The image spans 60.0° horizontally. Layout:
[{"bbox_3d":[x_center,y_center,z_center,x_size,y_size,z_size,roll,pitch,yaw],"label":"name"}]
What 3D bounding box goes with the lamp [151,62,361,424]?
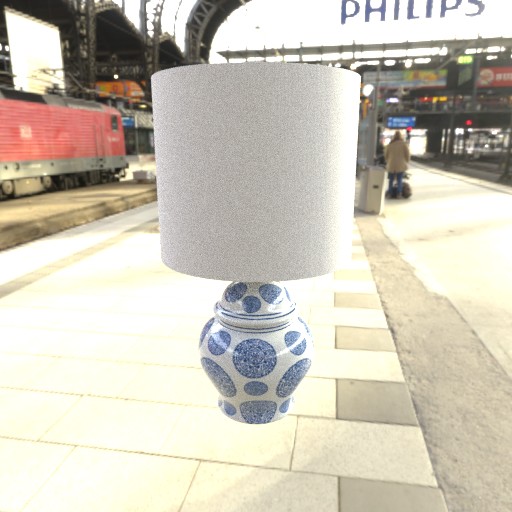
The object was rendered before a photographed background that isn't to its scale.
[{"bbox_3d":[0.000,0.000,0.512,0.215,0.381,0.215,2,14,7],"label":"lamp"}]
